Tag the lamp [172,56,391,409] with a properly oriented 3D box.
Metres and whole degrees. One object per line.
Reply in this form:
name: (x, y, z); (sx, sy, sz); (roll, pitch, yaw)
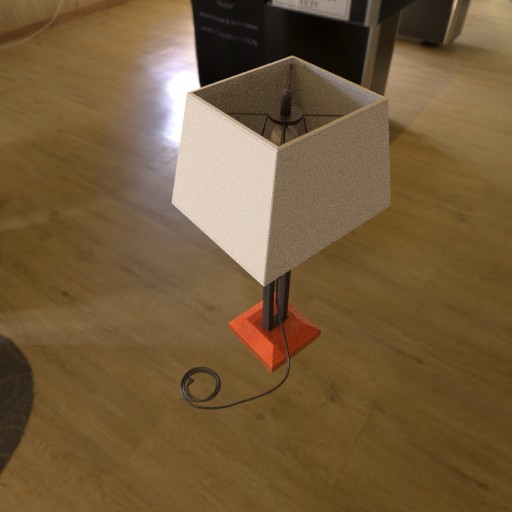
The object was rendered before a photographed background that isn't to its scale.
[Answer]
lamp: (0.000, 0.000, 1.005); (0.498, 0.737, 0.310); (-31, 53, -26)
